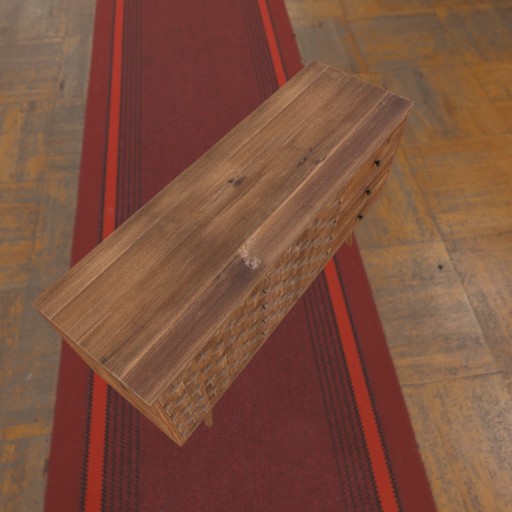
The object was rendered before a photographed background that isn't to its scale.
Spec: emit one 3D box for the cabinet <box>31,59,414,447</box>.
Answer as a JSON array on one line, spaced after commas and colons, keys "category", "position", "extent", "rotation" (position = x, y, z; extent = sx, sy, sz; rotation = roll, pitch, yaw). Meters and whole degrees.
[{"category": "cabinet", "position": [0.000, 0.000, 1.763], "extent": [0.472, 0.800, 1.400], "rotation": [33, 63, 19]}]
